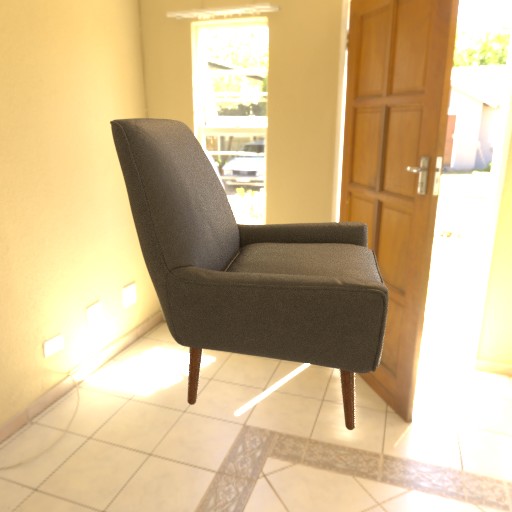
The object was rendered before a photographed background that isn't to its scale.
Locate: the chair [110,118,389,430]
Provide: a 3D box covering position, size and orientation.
[{"bbox_3d":[0.000,0.000,1.497,0.822,0.888,0.787,3,17,9],"label":"chair"}]
